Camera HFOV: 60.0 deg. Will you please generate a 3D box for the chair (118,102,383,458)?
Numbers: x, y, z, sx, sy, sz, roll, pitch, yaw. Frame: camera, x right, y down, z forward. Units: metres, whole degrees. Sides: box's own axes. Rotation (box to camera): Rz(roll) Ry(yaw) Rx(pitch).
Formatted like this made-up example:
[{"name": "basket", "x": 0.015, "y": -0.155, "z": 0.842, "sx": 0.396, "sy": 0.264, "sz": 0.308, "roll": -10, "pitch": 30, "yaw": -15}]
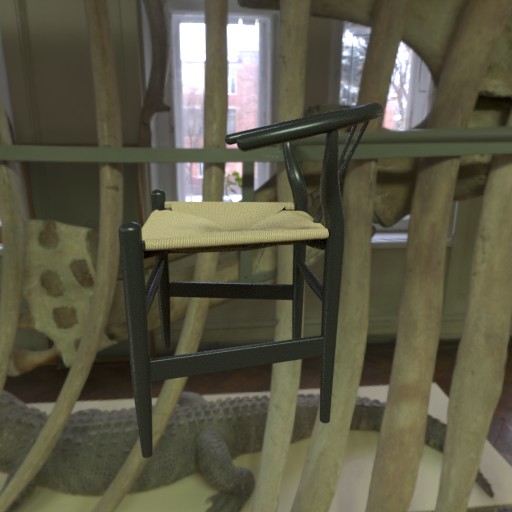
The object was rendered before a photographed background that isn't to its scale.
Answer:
[{"name": "chair", "x": 0.000, "y": 0.000, "z": 1.130, "sx": 0.570, "sy": 0.739, "sz": 0.570, "roll": -2, "pitch": 16, "yaw": -6}]
